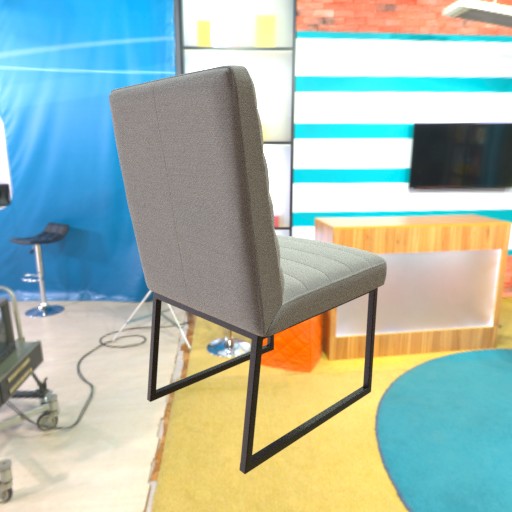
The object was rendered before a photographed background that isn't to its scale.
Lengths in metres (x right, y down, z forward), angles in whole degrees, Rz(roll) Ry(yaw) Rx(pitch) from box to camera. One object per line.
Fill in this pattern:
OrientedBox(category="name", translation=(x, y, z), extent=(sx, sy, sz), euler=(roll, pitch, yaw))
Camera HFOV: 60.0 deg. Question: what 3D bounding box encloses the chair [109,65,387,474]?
OrientedBox(category="chair", translation=(0.000, 0.000, 1.305), extent=(0.634, 0.930, 0.520), euler=(-12, 18, -42))
